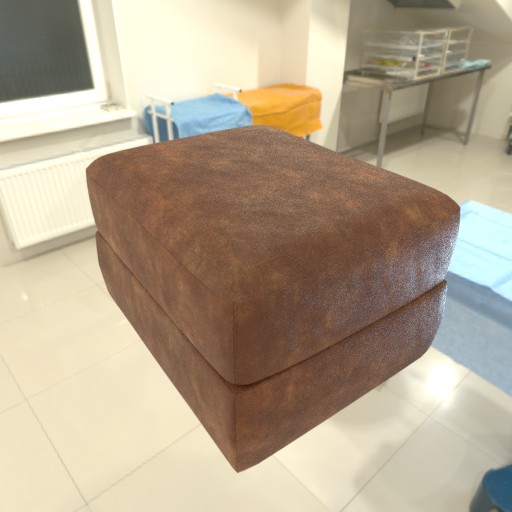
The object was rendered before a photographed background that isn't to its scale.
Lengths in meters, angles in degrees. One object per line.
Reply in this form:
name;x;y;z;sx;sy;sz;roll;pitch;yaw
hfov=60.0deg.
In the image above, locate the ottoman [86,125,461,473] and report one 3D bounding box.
ottoman;0.000;0.000;1.116;0.603;0.476;0.751;-20;37;-29
